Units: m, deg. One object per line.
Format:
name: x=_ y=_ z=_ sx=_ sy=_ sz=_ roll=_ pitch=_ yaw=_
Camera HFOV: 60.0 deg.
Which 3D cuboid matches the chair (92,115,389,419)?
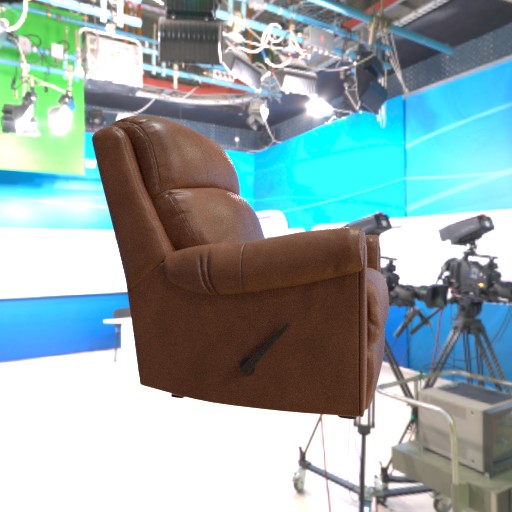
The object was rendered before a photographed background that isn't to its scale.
chair: x=0.000 y=0.000 z=1.774 sx=1.014 sy=1.054 sz=0.838 roll=0 pitch=1 yaw=19
